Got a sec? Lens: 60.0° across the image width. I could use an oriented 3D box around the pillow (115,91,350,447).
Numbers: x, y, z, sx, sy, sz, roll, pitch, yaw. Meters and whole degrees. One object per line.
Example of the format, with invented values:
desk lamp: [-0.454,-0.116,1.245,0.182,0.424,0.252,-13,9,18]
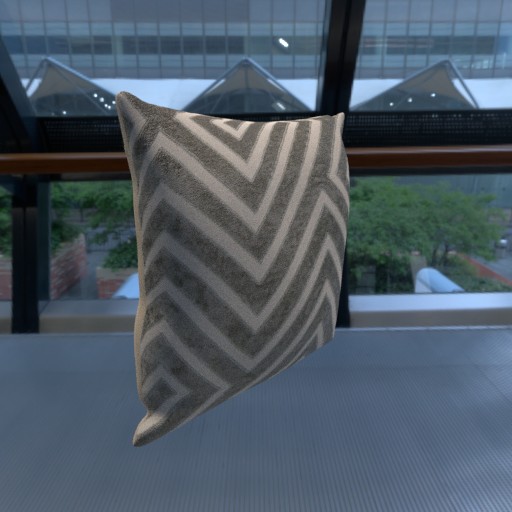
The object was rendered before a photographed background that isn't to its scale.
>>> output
pillow: [0.000,0.000,0.668,0.182,0.441,0.440,14,21,42]
